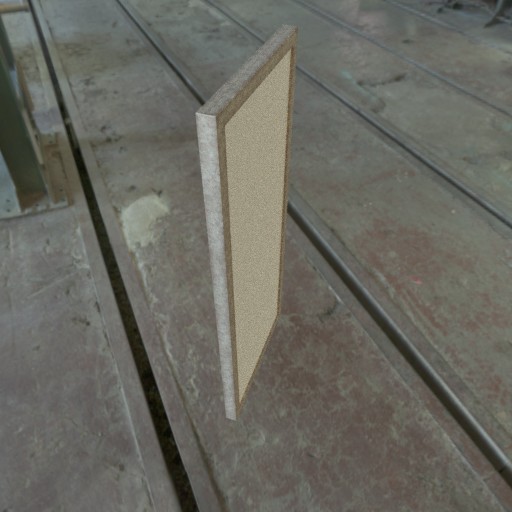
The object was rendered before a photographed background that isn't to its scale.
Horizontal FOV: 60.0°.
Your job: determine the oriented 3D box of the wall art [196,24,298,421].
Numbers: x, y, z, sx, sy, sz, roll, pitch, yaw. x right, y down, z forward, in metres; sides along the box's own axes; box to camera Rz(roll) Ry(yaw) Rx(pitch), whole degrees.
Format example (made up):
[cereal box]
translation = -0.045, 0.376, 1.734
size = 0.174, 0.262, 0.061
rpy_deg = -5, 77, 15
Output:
[wall art]
translation = 0.000, 0.000, 1.705
size = 0.051, 1.461, 0.648
rpy_deg = 14, 46, 14
